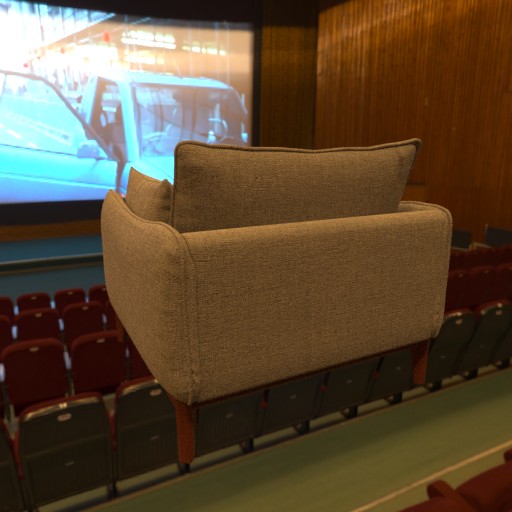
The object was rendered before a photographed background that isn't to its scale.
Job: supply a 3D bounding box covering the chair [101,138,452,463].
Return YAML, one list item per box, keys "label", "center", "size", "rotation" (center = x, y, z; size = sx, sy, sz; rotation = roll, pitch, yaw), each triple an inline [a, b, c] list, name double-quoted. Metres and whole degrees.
- label: "chair"
  center: [0.000, 0.000, 1.643]
  size: [0.993, 0.839, 0.976]
  rotation: [-7, 16, -27]
